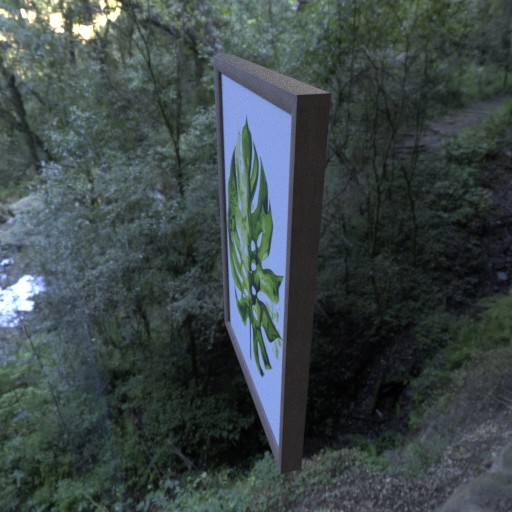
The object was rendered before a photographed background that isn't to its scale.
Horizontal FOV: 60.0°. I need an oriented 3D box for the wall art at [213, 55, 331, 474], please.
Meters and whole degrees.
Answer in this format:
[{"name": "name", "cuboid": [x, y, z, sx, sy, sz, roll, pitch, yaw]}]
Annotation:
[{"name": "wall art", "cuboid": [0.000, 0.000, 0.650, 0.031, 0.509, 0.356, -8, 30, -14]}]
